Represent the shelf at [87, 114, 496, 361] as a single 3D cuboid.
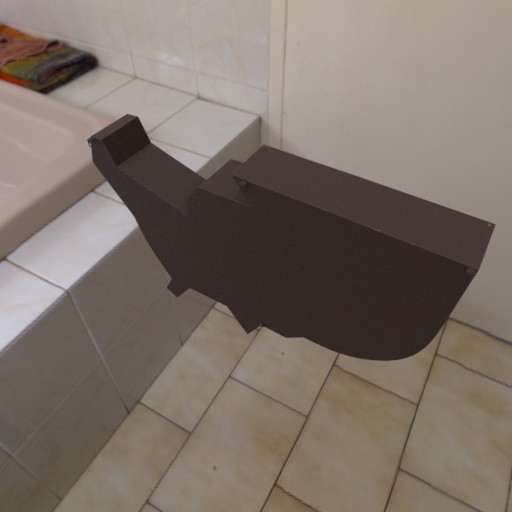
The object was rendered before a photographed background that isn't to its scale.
[{"bbox_3d":[0.000,0.000,0.885,0.729,0.439,0.112,24,51,21],"label":"shelf"}]
